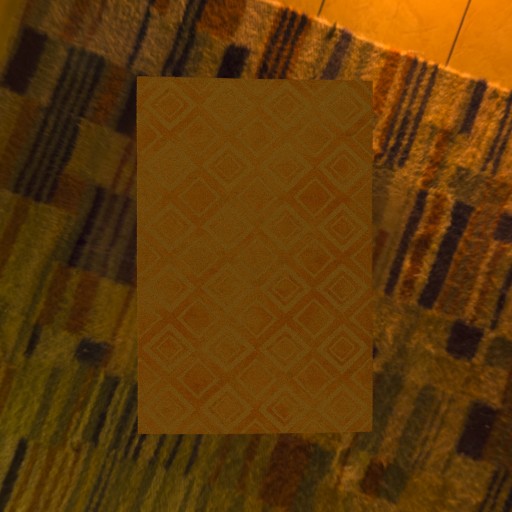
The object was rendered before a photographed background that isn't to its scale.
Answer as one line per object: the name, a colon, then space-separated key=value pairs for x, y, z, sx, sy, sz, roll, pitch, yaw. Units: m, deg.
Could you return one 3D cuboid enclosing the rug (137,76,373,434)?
rug: x=0.000 y=0.000 z=2.282 sx=1.213 sy=0.010 sz=1.829 roll=0 pitch=90 yaw=-2
